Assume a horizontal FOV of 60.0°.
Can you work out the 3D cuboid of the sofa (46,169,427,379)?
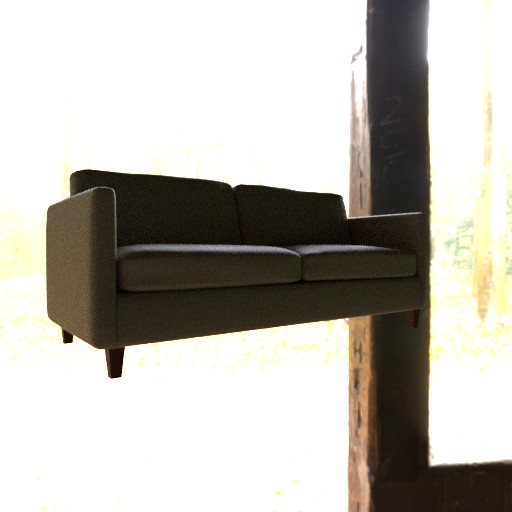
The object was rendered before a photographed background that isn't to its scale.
[{"bbox_3d":[0.000,0.000,2.703,2.208,0.963,0.956,-1,1,-36],"label":"sofa"}]
